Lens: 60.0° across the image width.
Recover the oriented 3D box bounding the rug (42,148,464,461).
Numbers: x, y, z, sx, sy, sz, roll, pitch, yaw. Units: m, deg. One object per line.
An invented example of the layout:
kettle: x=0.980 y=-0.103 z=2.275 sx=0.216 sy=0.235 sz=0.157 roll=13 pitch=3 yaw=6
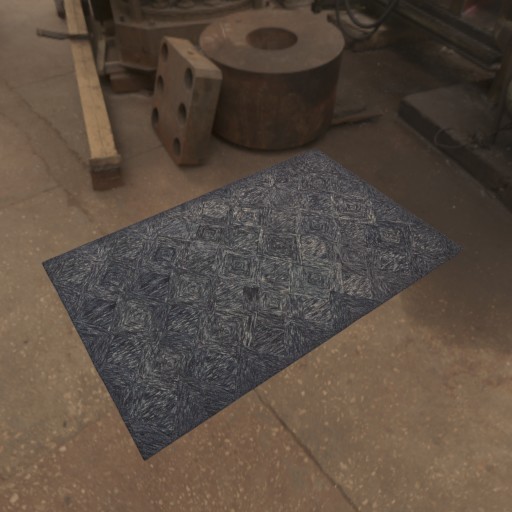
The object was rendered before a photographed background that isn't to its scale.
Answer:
rug: x=0.000 y=0.000 z=2.183 sx=1.754 sy=0.010 sz=1.139 roll=-27 pitch=52 yaw=-24
